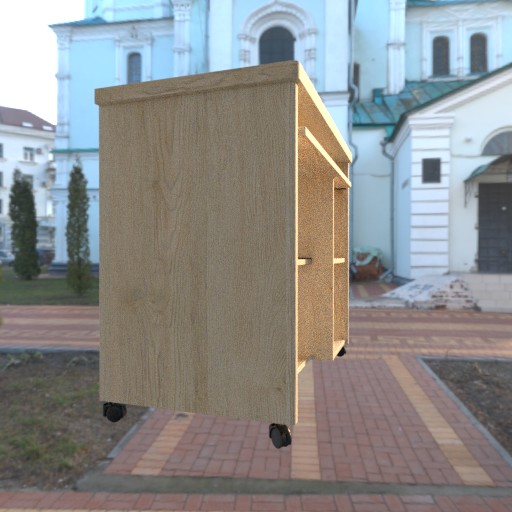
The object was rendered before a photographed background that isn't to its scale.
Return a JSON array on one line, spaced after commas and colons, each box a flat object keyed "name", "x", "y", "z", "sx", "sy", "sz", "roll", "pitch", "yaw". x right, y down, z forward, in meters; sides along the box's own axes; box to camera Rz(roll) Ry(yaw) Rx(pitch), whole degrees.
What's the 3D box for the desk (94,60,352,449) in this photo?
[{"name": "desk", "x": 0.000, "y": 0.000, "z": 1.357, "sx": 0.480, "sy": 0.770, "sz": 0.885, "roll": 0, "pitch": 0, "yaw": 19}]
